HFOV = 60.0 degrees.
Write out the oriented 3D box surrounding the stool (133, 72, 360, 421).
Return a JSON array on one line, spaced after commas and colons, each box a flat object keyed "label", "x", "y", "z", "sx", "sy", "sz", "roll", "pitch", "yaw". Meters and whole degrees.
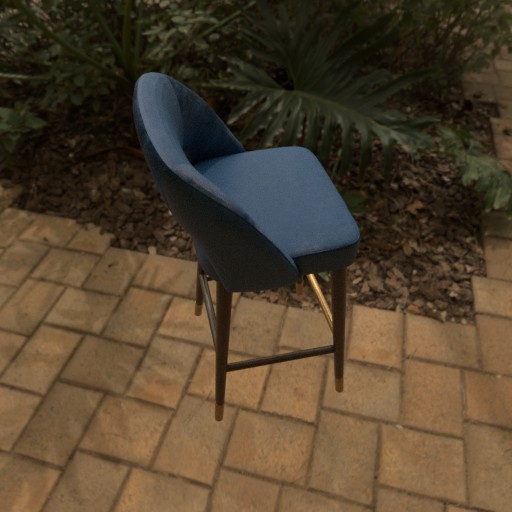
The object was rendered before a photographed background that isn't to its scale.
[{"label": "stool", "x": 0.000, "y": 0.000, "z": 1.288, "sx": 0.515, "sy": 1.016, "sz": 0.514, "roll": -10, "pitch": 47, "yaw": -10}]
